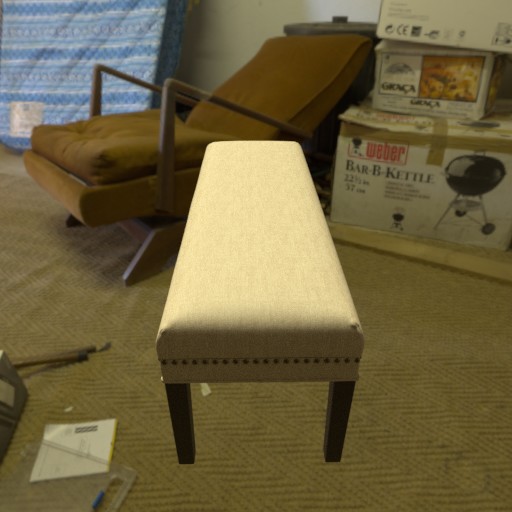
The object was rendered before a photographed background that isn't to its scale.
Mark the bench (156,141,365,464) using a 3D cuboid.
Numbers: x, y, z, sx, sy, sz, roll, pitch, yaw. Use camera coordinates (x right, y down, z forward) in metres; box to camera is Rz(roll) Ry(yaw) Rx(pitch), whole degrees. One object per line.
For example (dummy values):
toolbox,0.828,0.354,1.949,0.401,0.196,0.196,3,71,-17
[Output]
bench,0.000,0.000,1.462,0.410,0.457,1.219,0,31,-1
